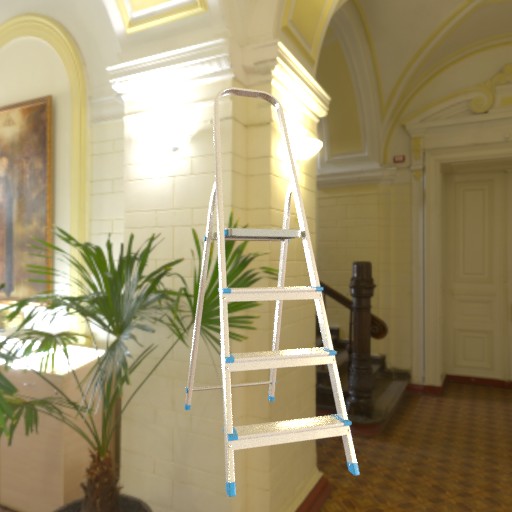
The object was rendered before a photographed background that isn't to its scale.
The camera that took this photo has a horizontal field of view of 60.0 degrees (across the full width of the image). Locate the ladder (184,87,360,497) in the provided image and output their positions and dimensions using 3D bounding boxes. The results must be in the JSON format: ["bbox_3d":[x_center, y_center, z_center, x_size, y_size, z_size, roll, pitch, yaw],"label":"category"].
[{"bbox_3d":[0.000,0.000,1.784,0.445,1.434,0.842,0,-1,-18],"label":"ladder"}]
